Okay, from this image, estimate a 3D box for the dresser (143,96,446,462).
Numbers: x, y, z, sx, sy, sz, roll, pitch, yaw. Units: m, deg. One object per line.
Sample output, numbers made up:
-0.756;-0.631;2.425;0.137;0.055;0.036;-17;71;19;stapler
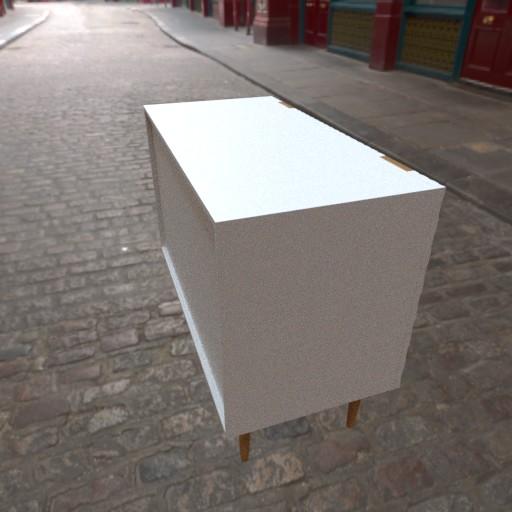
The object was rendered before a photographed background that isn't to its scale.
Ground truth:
0.000;0.000;1.322;0.457;0.721;0.905;-10;32;-17;dresser
